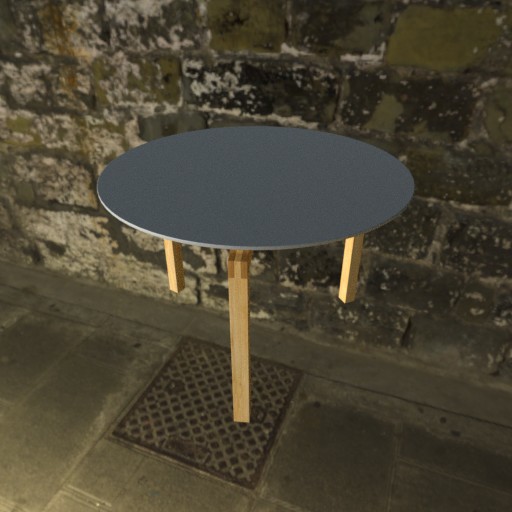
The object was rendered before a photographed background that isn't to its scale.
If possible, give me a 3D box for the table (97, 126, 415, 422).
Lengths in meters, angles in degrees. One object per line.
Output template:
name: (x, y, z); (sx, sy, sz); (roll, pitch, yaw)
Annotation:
table: (0.000, 0.000, 0.981); (0.600, 0.405, 0.600); (0, 32, 0)
